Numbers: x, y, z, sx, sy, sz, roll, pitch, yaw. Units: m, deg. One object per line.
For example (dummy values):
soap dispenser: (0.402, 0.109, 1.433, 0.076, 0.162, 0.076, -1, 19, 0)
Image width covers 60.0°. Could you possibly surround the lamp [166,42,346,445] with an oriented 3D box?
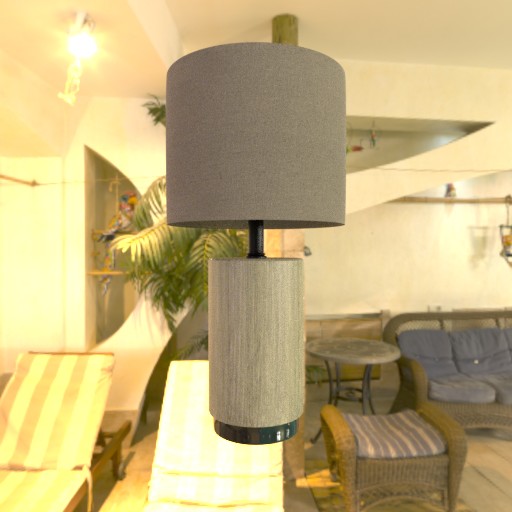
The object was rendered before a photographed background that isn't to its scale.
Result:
lamp: (0.000, 0.000, 0.573, 0.228, 0.444, 0.228, 0, 1, 1)
